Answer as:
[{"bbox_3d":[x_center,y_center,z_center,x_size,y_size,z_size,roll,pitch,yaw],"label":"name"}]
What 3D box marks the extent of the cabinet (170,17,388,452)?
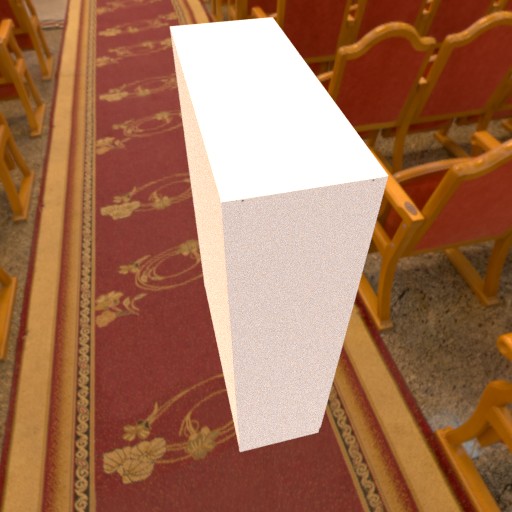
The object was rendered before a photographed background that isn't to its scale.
[{"bbox_3d":[0.000,0.000,2.373,0.510,1.910,1.290,-10,48,-9],"label":"cabinet"}]
